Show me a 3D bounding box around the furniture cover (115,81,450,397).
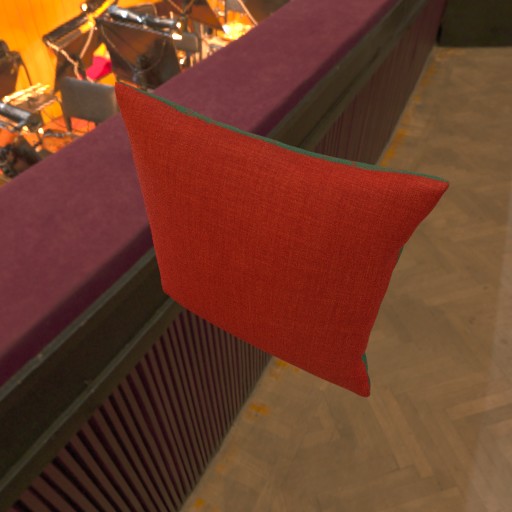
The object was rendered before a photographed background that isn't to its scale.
[{"bbox_3d":[0.000,0.000,0.775,0.517,0.508,0.158,24,50,21],"label":"furniture cover"}]
